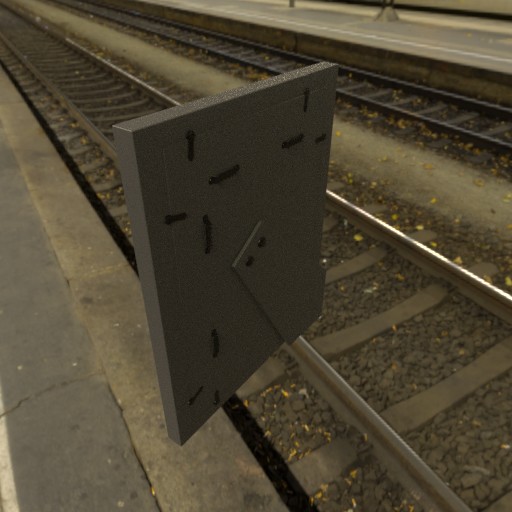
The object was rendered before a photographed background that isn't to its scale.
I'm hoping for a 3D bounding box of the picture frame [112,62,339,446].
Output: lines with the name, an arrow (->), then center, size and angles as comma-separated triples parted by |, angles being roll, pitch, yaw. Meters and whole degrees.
picture frame -> 0.000, 0.000, 0.527 | 0.036, 0.383, 0.307 | 23, 40, 30
